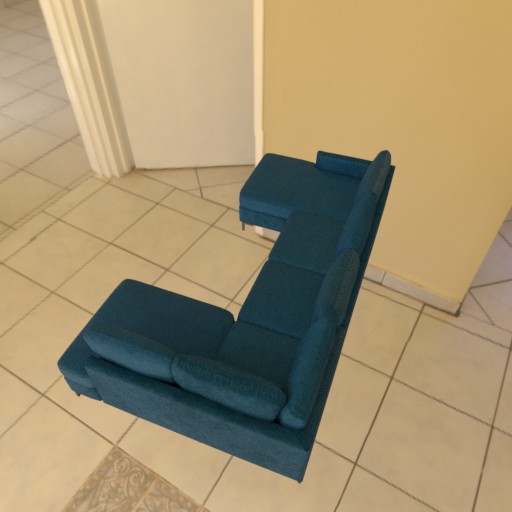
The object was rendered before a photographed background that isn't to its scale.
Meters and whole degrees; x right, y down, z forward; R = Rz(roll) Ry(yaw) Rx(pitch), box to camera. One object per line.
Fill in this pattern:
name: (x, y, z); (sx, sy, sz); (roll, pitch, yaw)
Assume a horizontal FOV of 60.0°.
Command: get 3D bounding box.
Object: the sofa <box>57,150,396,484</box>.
sofa: (0.000, 0.000, 4.320); (2.055, 0.992, 3.434); (16, 48, 15)
